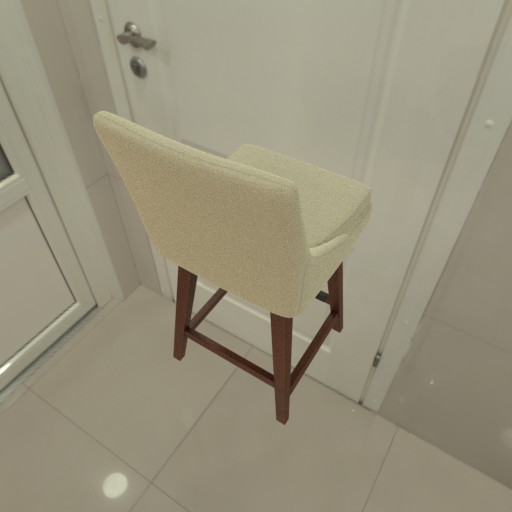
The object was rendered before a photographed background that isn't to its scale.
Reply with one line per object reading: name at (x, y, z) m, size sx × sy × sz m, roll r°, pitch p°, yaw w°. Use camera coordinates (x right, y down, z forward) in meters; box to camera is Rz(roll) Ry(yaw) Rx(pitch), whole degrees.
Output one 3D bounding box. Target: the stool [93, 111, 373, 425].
stool at (0.000, 0.000, 1.271) m, size 0.469 × 0.991 × 0.559 m, roll 25°, pitch 51°, yaw 22°
